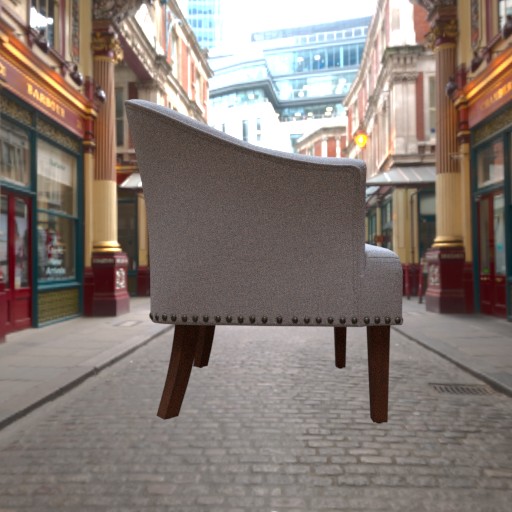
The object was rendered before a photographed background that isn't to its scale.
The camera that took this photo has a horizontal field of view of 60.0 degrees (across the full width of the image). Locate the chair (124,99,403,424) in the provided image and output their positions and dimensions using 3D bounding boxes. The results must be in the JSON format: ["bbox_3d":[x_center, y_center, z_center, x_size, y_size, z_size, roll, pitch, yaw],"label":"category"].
[{"bbox_3d":[0.000,0.000,1.375,0.704,0.815,0.798,0,-2,2],"label":"chair"}]
